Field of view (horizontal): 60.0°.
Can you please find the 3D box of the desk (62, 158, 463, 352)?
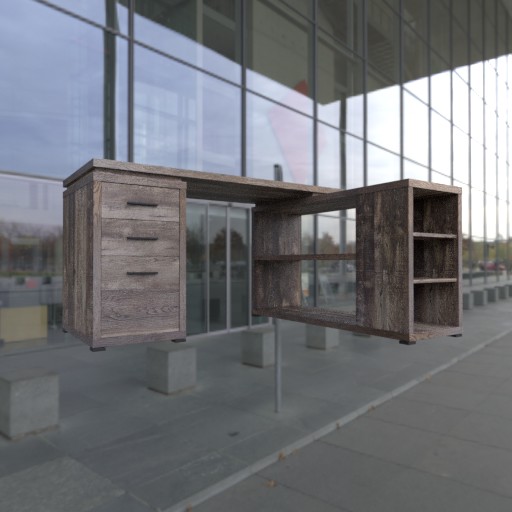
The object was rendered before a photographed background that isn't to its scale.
[{"bbox_3d":[0.000,0.000,2.144,1.524,0.753,1.200,0,-1,-34],"label":"desk"}]
